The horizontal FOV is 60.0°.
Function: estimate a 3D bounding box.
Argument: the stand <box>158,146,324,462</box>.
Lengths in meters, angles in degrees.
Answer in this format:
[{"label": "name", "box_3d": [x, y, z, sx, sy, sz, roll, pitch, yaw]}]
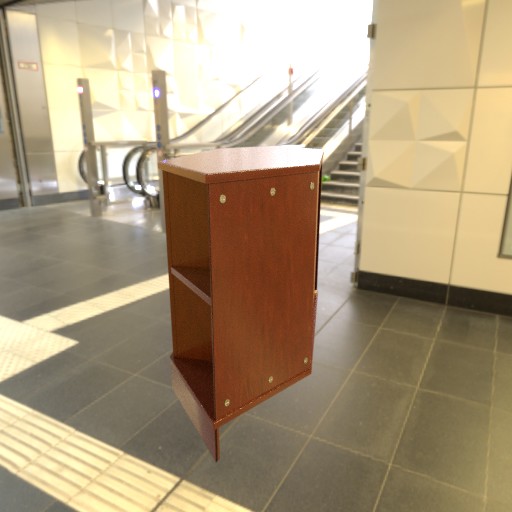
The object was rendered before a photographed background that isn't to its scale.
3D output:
[{"label": "stand", "box_3d": [0.000, 0.000, 1.371, 0.381, 0.614, 1.072, 3, 17, 9]}]
